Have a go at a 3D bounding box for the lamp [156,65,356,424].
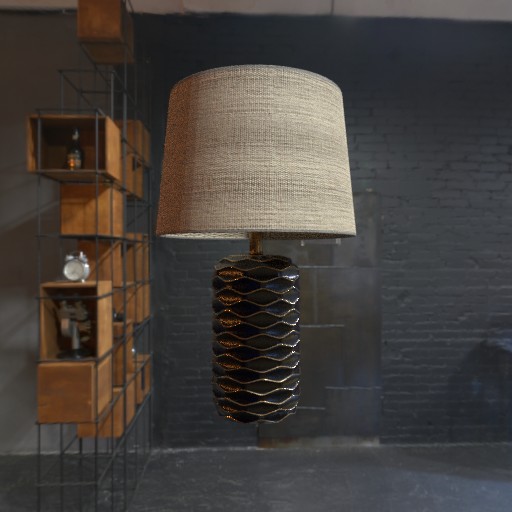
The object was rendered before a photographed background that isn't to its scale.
[{"bbox_3d":[0.000,0.000,0.851,0.376,0.594,0.376,0,0,0],"label":"lamp"}]
